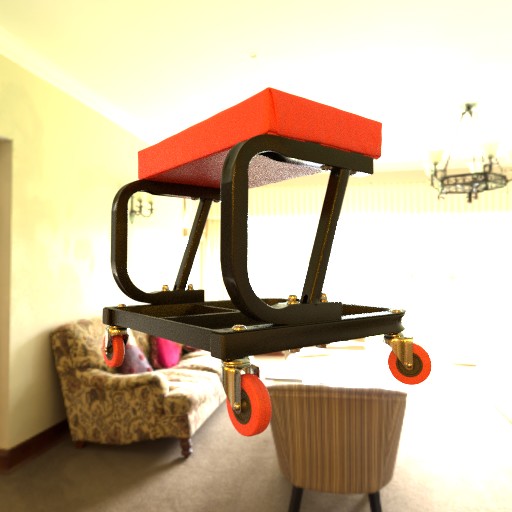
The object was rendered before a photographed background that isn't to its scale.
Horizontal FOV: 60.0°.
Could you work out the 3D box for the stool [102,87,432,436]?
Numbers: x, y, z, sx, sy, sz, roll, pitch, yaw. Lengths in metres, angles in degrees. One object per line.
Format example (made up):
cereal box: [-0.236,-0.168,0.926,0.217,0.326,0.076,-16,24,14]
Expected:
stool: [0.000,0.000,0.715,0.371,0.380,0.446,1,-1,-38]
